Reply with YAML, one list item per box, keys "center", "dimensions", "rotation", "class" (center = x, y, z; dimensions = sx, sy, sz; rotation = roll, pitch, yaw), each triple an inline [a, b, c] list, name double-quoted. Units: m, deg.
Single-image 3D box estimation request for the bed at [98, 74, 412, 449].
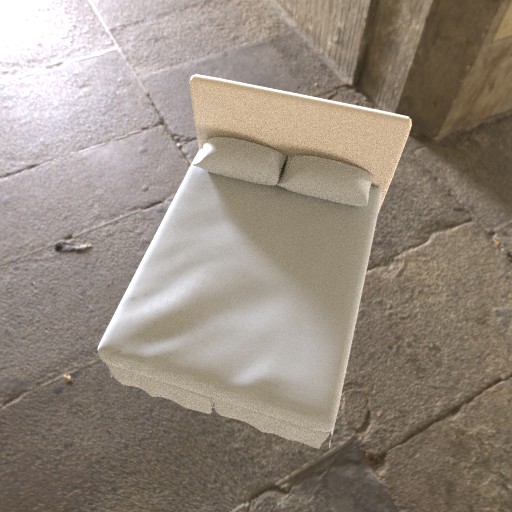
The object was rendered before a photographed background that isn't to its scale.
- center: [0.000, 0.000, 3.301]
  dimensions: [1.748, 1.330, 2.142]
  rotation: [15, 60, 9]
  class: "bed"
